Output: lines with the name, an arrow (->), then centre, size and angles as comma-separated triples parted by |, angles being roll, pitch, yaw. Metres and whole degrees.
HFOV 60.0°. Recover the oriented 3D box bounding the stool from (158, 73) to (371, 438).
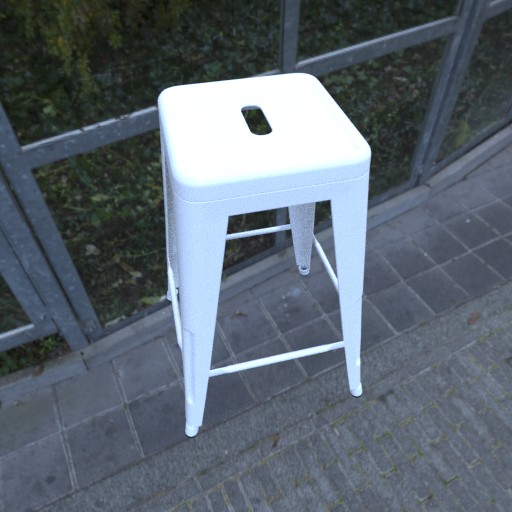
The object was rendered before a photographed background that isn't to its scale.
stool -> 0.000, 0.000, 0.891 | 0.406, 0.610, 0.406 | -10, 47, -10
